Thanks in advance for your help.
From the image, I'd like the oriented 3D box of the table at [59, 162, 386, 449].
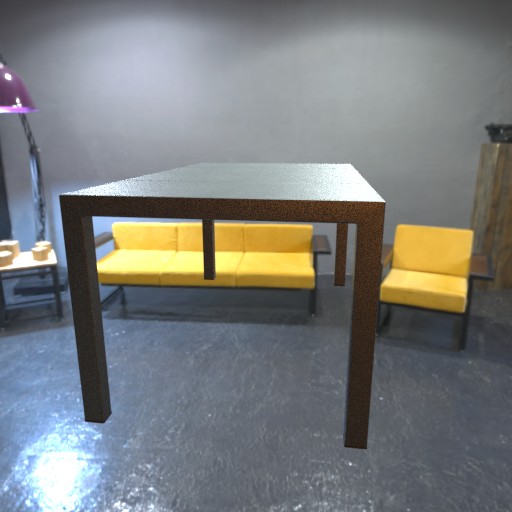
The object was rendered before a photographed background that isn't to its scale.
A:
[{"bbox_3d":[0.000,0.000,1.257,0.559,0.460,0.965,2,15,8],"label":"table"}]
